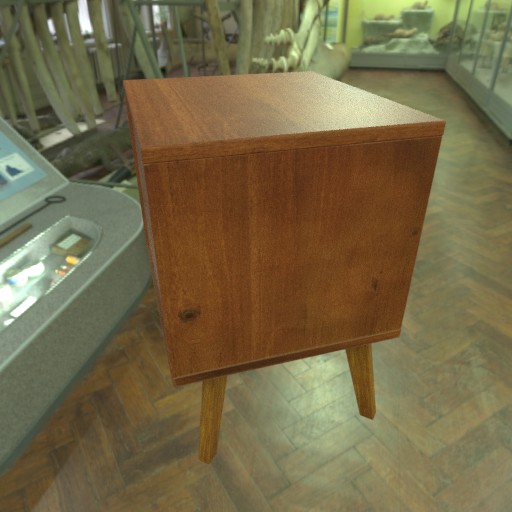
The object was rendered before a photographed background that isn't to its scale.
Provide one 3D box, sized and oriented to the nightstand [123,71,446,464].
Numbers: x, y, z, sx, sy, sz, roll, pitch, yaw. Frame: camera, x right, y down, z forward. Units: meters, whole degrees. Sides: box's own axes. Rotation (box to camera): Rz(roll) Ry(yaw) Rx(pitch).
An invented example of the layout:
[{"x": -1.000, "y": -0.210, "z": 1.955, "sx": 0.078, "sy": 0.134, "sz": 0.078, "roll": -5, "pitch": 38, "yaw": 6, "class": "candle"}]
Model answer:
[{"x": 0.000, "y": 0.000, "z": 0.896, "sx": 0.411, "sy": 0.618, "sz": 0.460, "roll": -9, "pitch": 32, "yaw": -15, "class": "nightstand"}]
